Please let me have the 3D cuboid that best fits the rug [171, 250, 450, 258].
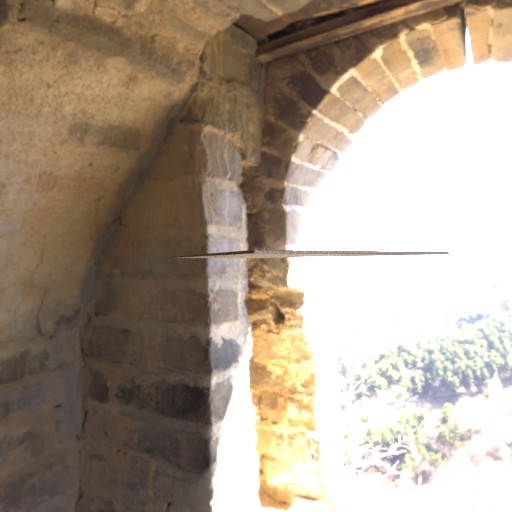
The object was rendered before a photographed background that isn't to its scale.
[{"bbox_3d":[0.000,0.000,2.715,0.775,0.012,2.452,0,-1,-17],"label":"rug"}]
